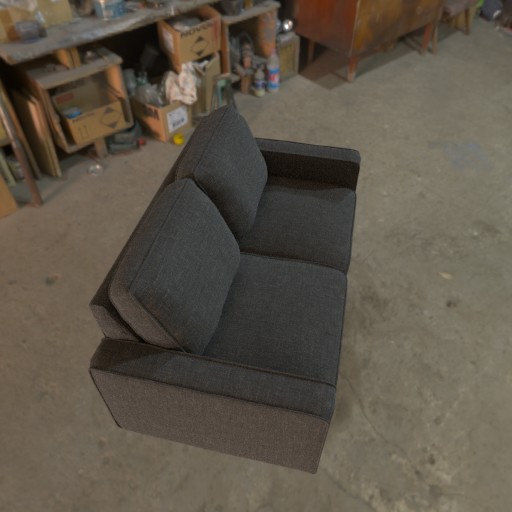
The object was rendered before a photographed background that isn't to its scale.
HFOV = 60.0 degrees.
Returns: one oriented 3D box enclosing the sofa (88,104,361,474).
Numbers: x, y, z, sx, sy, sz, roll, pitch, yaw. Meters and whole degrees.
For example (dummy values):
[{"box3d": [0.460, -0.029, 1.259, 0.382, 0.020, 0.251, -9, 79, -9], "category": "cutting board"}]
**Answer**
[{"box3d": [0.000, 0.000, 2.249, 0.947, 0.918, 1.709, 9, 47, 9], "category": "sofa"}]
